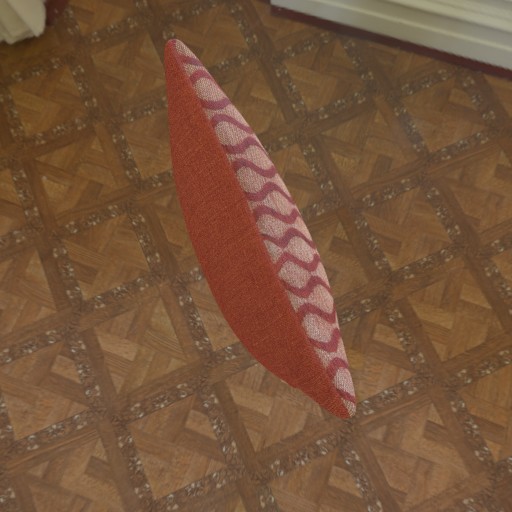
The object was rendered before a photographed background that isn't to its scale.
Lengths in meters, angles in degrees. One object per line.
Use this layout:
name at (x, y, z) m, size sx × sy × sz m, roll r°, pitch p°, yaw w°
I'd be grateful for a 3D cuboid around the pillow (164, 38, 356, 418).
pillow at (0.000, 0.000, 0.641) m, size 0.159 × 0.434 × 0.429 m, roll -25°, pitch 77°, yaw -6°
